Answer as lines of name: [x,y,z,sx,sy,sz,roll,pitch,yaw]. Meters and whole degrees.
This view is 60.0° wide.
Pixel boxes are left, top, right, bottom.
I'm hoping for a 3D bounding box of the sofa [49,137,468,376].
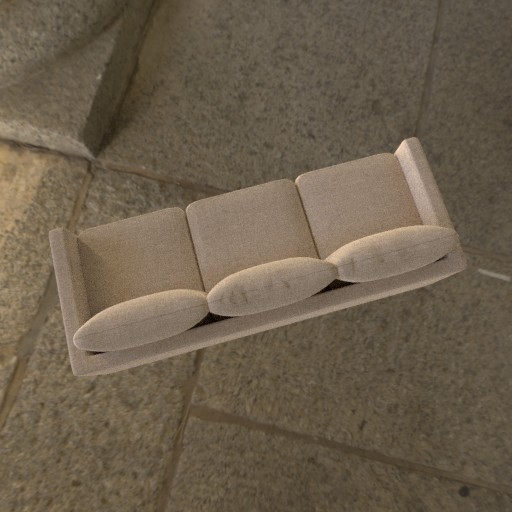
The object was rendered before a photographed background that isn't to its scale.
sofa: [0.000,0.000,2.686,2.218,0.874,0.859,-15,77,-3]
